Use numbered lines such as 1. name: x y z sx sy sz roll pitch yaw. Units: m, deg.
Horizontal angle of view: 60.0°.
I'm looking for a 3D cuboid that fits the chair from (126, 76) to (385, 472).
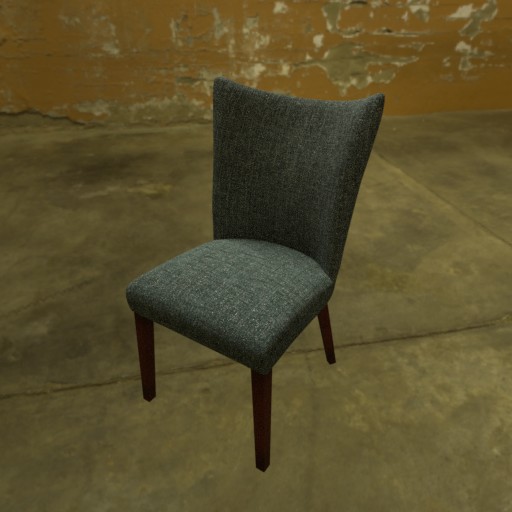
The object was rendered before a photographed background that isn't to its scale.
1. chair: 0.000 0.000 1.319 0.535 0.924 0.623 18 34 29
